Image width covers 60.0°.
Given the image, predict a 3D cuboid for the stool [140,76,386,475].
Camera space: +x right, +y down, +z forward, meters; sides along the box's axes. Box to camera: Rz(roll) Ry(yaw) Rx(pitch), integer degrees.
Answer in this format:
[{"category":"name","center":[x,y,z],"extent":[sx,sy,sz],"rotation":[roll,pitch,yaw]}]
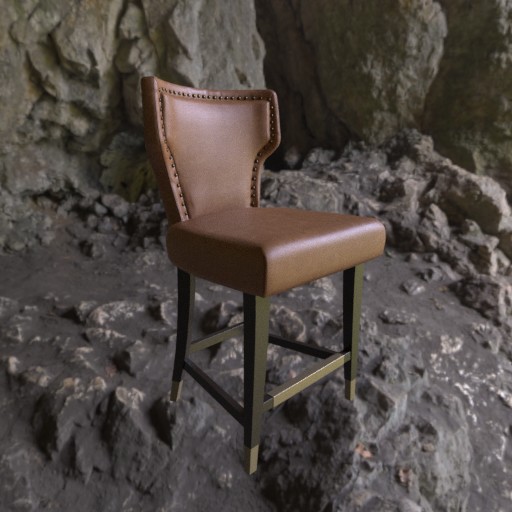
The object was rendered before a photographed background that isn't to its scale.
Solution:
[{"category":"stool","center":[0.000,0.000,1.312],"extent":[0.563,0.982,0.526],"rotation":[14,20,43]}]
